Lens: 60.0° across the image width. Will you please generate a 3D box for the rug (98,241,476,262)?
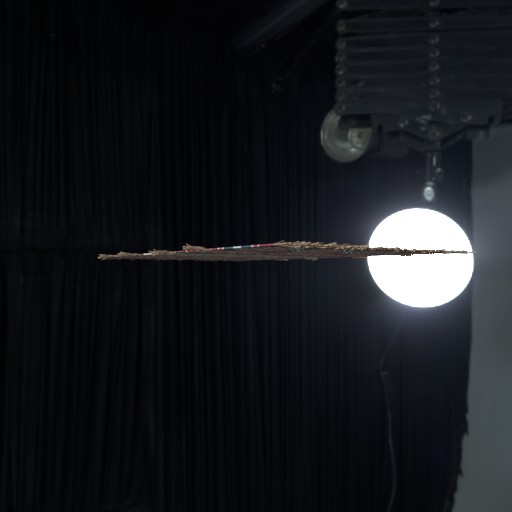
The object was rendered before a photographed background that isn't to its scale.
[{"bbox_3d":[0.000,0.000,2.611,1.469,0.040,2.025,1,-2,-36],"label":"rug"}]
